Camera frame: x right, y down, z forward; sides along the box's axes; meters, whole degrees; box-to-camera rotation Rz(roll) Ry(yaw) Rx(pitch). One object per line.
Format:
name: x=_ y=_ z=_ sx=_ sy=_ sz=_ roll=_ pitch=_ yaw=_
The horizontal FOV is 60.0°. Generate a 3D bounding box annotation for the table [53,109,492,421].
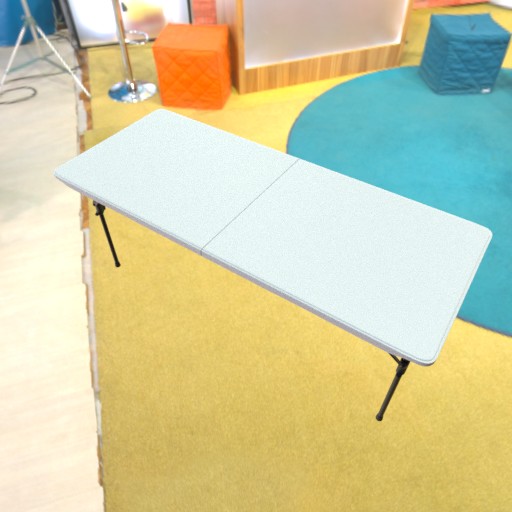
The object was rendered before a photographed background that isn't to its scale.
table: x=0.000 y=0.000 z=2.192 sx=1.829 sy=0.719 sz=0.761 roll=26 pitch=51 yaw=23
